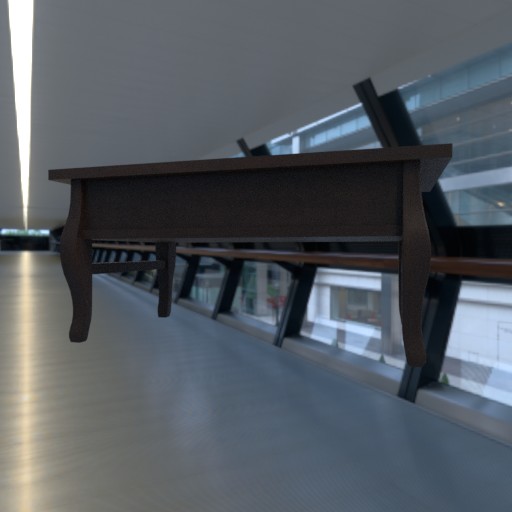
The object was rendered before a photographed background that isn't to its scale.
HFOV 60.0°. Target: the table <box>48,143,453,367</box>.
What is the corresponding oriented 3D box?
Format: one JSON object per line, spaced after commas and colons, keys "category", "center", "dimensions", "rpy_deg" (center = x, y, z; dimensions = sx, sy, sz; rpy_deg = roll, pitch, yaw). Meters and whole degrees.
{"category": "table", "center": [0.000, 0.000, 1.389], "dimensions": [1.062, 0.494, 0.600], "rpy_deg": [0, 1, 17]}
